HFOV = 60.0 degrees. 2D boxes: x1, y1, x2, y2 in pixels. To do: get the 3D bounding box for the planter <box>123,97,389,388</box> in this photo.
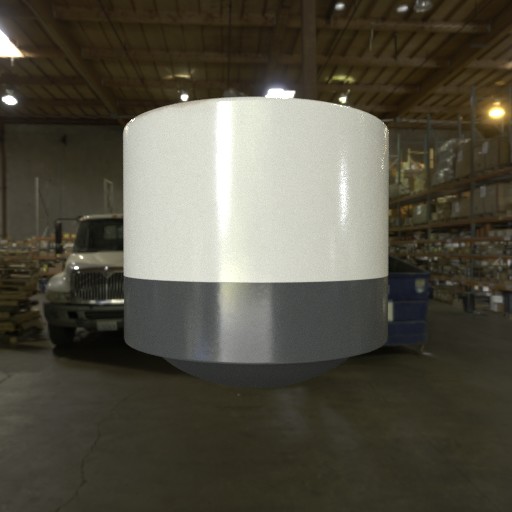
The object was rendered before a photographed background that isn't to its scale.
[{"bbox_3d":[0.000,0.000,0.338,0.193,0.177,0.193,0,1,0],"label":"planter"}]
